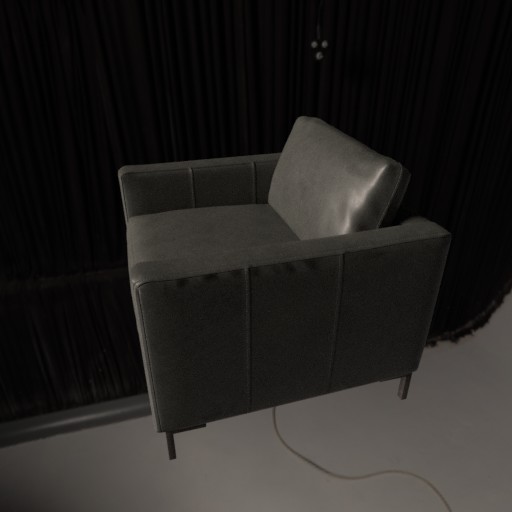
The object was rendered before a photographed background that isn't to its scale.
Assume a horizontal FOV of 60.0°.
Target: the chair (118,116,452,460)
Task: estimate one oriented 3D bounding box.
[{"bbox_3d":[0.000,0.000,1.507,0.861,0.824,0.967,-9,30,-15],"label":"chair"}]
